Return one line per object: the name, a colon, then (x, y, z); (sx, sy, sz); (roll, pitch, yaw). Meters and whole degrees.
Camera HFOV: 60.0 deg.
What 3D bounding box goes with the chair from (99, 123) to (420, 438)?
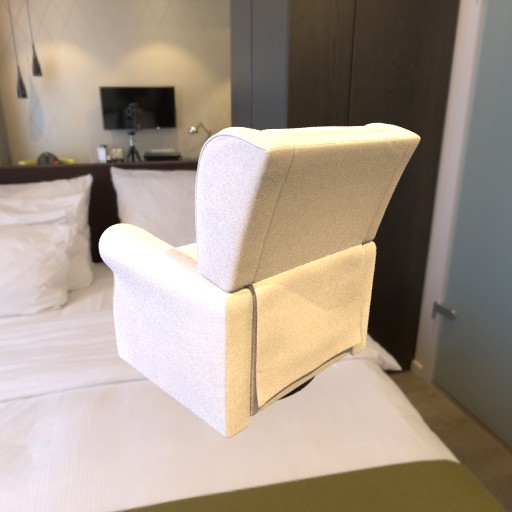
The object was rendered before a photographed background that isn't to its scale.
chair: (0.000, 0.000, 1.688); (0.854, 0.967, 0.906); (17, 24, 42)
